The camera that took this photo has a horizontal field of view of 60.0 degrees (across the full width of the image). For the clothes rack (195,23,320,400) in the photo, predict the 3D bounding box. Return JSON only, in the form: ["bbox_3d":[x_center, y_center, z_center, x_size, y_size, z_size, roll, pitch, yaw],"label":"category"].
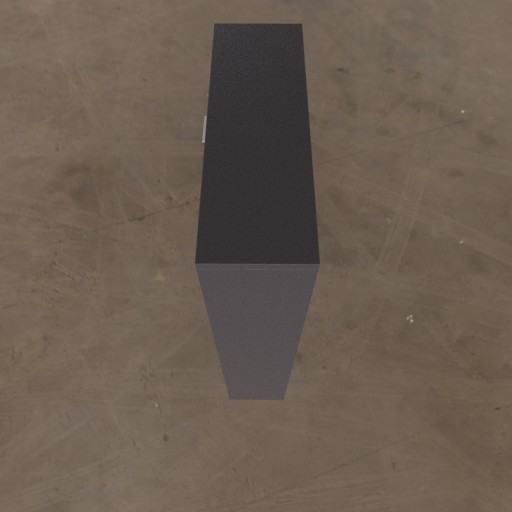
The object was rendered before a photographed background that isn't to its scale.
[{"bbox_3d":[0.000,0.000,1.594,0.250,1.280,0.750,0,61,0],"label":"clothes rack"}]
